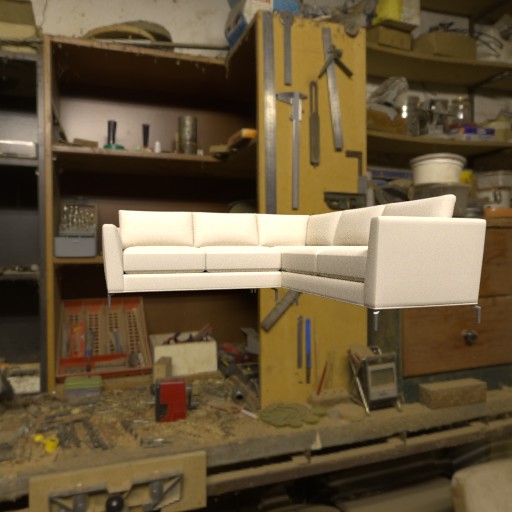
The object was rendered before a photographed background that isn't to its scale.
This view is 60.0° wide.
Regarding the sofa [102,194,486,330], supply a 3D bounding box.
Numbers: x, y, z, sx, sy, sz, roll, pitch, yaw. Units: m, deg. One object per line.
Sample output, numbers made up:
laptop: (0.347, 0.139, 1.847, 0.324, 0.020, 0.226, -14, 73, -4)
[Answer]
sofa: (0.000, 0.000, 3.692, 2.430, 0.867, 2.448, 0, 1, -19)
